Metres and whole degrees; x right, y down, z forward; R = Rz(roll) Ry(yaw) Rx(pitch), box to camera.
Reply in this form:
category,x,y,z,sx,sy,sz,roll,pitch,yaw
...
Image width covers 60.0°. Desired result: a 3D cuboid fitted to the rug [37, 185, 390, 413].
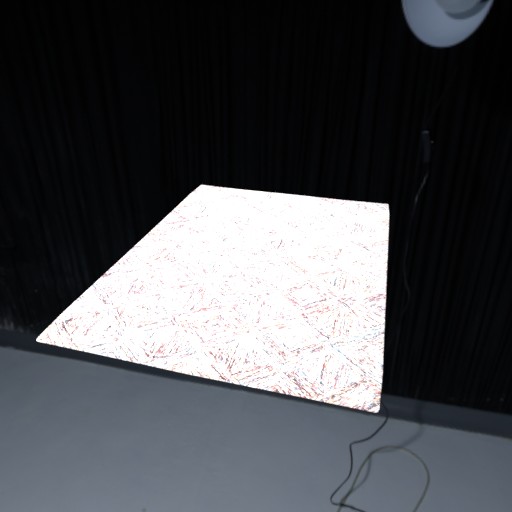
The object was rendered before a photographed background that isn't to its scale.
category,x,y,z,sx,sy,sz,roll,pitch,yaw
rug,0.000,0.000,4.242,2.436,0.024,3.226,8,31,13
